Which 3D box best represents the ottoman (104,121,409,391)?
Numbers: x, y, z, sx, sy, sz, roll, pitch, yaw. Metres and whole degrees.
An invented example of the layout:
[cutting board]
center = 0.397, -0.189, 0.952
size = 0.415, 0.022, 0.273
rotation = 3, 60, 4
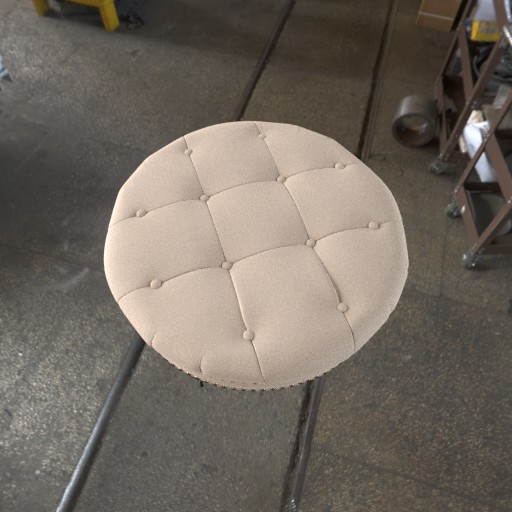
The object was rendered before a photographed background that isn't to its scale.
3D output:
[ottoman]
center = 0.000, 0.000, 1.431
size = 0.901, 0.439, 0.901
rotation = 0, 57, 0
